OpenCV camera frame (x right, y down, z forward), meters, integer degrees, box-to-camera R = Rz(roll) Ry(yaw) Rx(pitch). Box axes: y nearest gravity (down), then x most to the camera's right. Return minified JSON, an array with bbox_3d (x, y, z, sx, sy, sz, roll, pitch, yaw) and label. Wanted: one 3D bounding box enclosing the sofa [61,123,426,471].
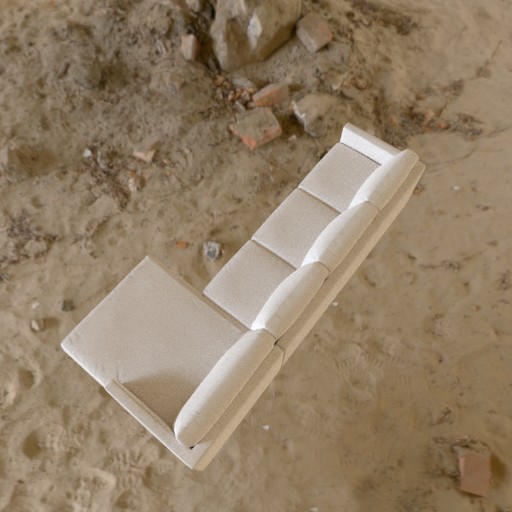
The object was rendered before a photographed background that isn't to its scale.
[{"bbox_3d":[0.000,0.000,4.215,1.606,0.954,3.471,35,68,16],"label":"sofa"}]
